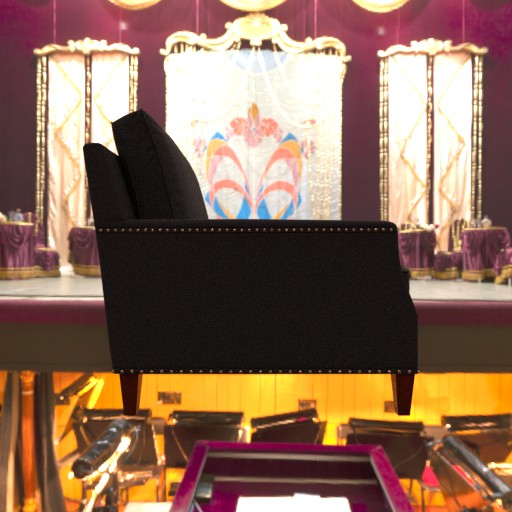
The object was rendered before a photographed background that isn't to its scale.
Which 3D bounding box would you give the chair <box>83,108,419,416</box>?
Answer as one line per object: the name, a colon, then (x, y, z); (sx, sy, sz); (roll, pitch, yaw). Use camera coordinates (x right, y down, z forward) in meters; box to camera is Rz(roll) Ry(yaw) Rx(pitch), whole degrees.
chair: (0.000, 0.000, 1.711); (1.014, 0.943, 0.853); (0, 0, 0)
